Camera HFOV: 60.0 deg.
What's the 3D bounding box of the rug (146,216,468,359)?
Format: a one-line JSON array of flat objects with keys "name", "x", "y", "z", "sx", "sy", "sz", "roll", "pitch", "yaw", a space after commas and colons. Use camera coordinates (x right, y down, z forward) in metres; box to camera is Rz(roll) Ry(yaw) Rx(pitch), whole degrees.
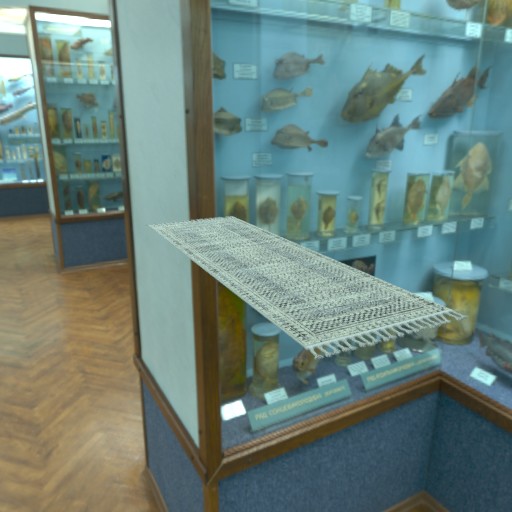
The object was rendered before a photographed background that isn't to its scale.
[{"name": "rug", "x": 0.000, "y": 0.000, "z": 2.756, "sx": 0.786, "sy": 0.013, "sz": 2.480, "roll": -8, "pitch": 18, "yaw": -26}]
